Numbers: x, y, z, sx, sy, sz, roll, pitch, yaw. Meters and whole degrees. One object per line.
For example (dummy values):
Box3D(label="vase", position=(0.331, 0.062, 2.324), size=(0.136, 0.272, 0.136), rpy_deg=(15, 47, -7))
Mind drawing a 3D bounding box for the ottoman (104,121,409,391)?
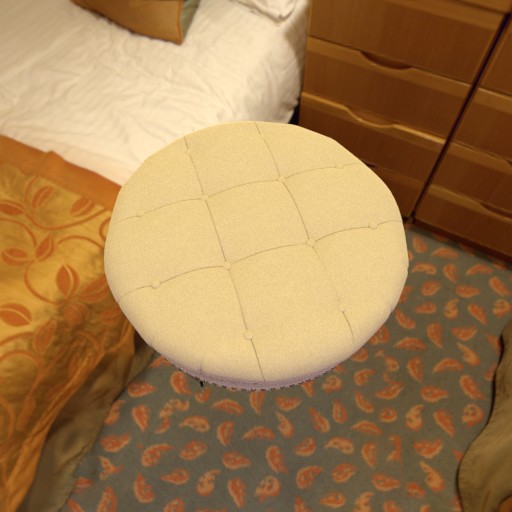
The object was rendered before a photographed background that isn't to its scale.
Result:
Box3D(label="ottoman", position=(0.000, 0.000, 1.431), size=(0.901, 0.439, 0.901), rpy_deg=(0, 57, 0))
